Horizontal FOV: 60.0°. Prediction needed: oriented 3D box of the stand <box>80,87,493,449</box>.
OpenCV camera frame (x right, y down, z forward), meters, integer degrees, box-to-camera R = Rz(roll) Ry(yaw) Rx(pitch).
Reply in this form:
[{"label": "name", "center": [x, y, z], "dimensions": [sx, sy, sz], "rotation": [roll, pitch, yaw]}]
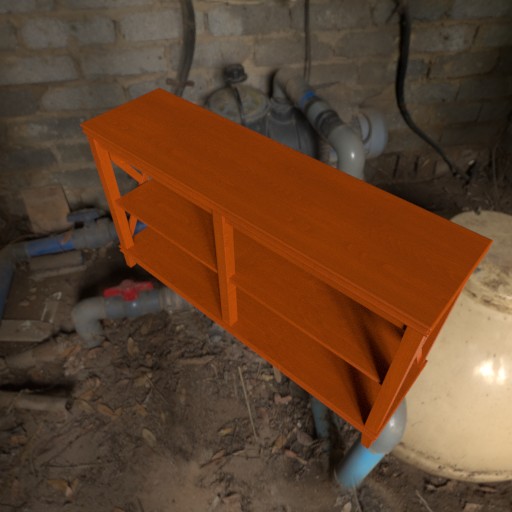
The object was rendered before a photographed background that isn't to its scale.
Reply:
[{"label": "stand", "center": [0.000, 0.000, 1.684], "dimensions": [1.372, 0.762, 0.381], "rotation": [32, 54, 27]}]
